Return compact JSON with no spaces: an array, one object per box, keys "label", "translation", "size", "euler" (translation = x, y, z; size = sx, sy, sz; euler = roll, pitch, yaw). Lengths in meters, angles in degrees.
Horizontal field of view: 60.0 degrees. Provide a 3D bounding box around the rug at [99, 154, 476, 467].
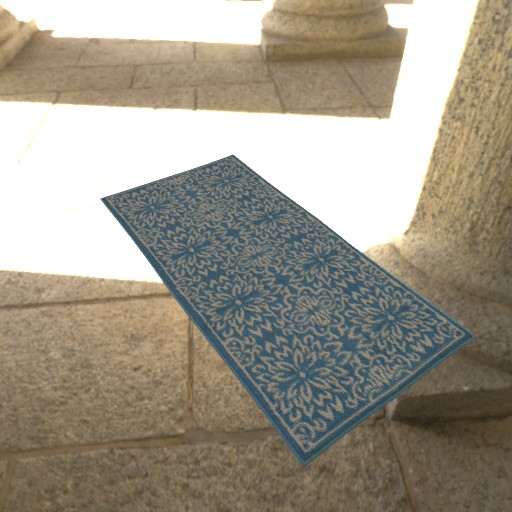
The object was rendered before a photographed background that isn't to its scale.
[{"label":"rug","translation":[0.000,0.000,1.441],"size":[0.604,0.007,1.219],"euler":[-25,47,-25]}]
